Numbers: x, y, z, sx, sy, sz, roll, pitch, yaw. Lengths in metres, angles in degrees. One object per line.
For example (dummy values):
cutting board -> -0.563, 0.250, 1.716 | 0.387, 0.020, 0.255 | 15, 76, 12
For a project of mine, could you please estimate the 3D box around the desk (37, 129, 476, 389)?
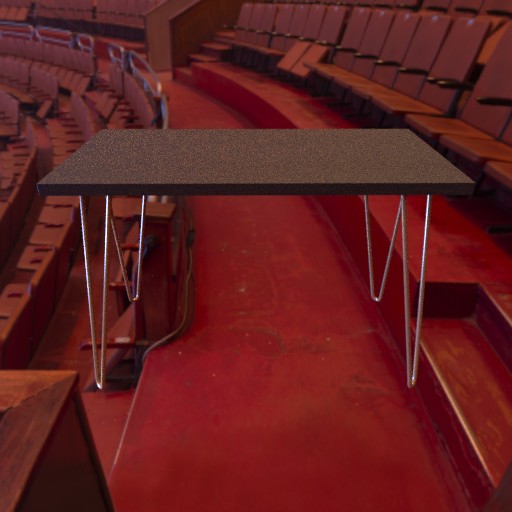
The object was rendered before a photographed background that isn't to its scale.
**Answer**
desk -> 0.000, 0.000, 1.379 | 0.991, 0.660, 0.499 | 0, 30, 0
